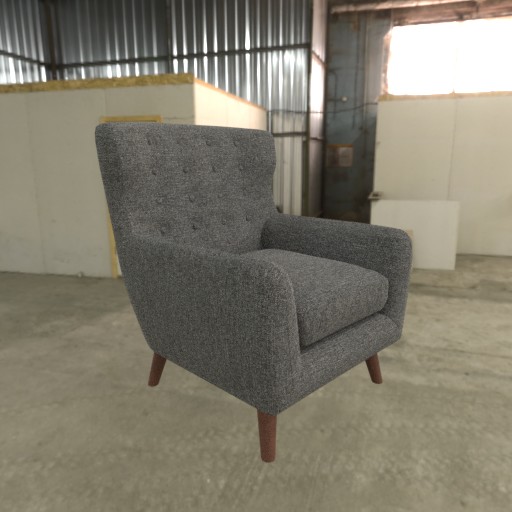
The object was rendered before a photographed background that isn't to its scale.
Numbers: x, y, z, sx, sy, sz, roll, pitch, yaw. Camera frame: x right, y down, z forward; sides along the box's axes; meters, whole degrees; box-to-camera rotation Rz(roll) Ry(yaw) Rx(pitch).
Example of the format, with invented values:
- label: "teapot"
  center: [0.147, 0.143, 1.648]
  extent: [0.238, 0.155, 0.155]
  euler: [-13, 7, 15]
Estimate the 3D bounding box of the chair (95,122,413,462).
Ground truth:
- label: "chair"
  center: [0.000, 0.000, 1.760]
  extent: [0.940, 1.039, 0.889]
  euler: [13, 18, 43]
